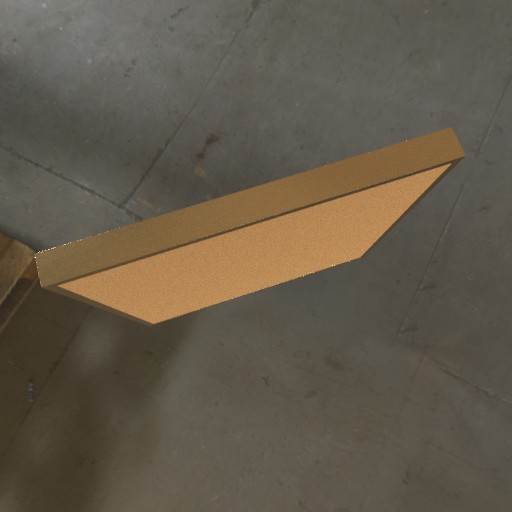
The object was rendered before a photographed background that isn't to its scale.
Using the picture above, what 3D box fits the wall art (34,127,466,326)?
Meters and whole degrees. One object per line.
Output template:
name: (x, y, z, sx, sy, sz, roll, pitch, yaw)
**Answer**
wall art: (0.000, 0.000, 0.757, 0.509, 0.509, 0.040, -18, 77, -4)
